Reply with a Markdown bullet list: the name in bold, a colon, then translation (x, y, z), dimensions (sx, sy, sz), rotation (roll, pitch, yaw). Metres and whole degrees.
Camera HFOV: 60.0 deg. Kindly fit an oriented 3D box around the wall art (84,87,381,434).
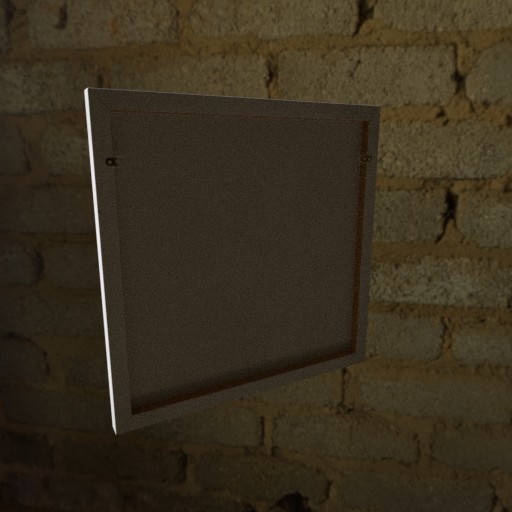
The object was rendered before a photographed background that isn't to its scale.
- **wall art**: translation (0.000, 0.000, 1.135), dimensions (0.762, 0.762, 0.041), rotation (-7, 15, -28)
